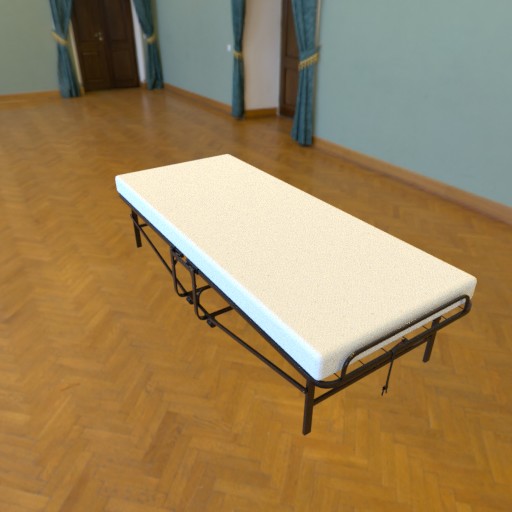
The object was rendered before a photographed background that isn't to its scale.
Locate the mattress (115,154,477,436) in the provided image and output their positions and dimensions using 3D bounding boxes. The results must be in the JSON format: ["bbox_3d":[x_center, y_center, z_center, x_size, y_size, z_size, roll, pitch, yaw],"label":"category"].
[{"bbox_3d":[0.000,0.000,2.537,0.922,0.519,2.153,-18,35,-29],"label":"mattress"}]
